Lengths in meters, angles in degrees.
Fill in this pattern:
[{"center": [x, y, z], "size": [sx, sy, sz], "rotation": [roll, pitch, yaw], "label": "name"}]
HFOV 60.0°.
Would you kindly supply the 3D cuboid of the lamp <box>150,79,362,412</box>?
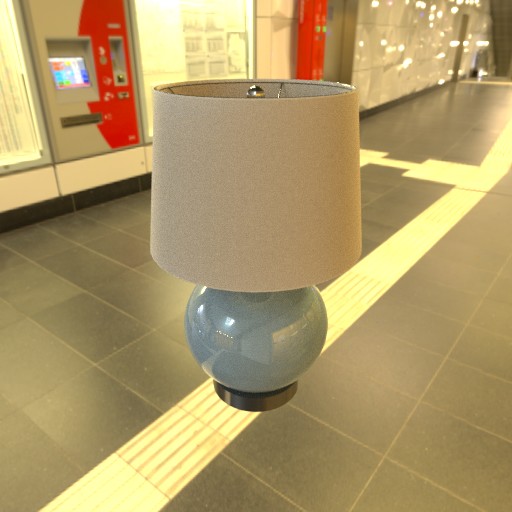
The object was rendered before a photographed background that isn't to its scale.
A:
[{"center": [0.000, 0.000, 0.538], "size": [0.247, 0.387, 0.247], "rotation": [0, 26, 0], "label": "lamp"}]
